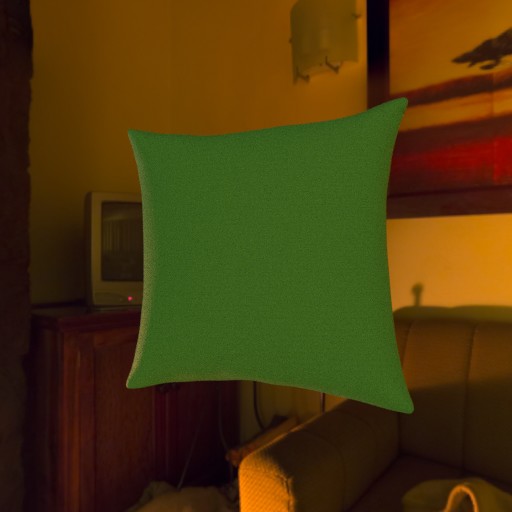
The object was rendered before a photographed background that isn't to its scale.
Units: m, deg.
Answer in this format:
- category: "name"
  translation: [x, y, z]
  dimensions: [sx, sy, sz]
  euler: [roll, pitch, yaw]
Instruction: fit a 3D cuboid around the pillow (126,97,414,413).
- category: "pillow"
  translation: [0.000, 0.000, 0.769]
  dimensions: [0.514, 0.497, 0.150]
  euler: [0, -1, 17]
